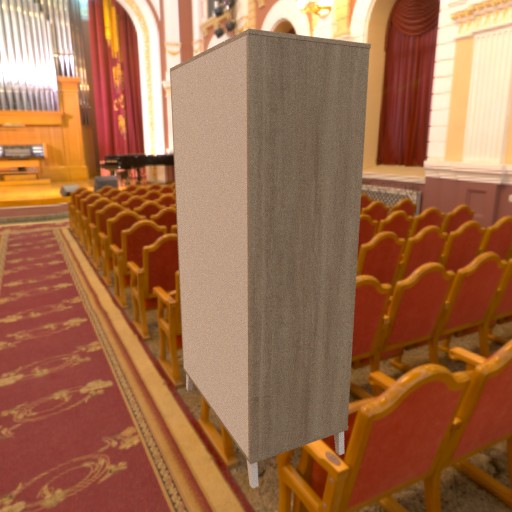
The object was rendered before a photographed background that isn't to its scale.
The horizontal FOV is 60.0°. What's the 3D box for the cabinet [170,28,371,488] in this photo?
[{"bbox_3d":[0.000,0.000,2.416,0.571,1.999,1.006,-7,16,-26],"label":"cabinet"}]
